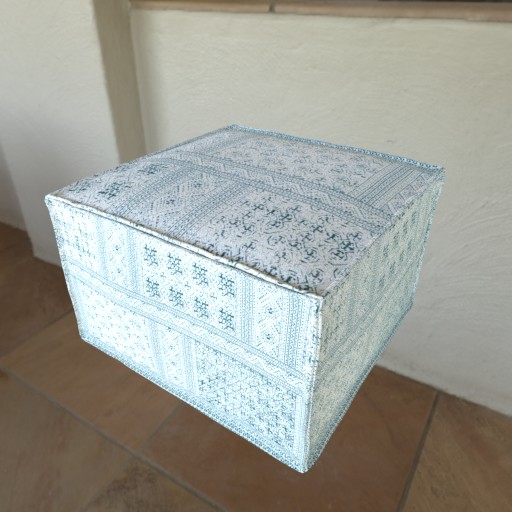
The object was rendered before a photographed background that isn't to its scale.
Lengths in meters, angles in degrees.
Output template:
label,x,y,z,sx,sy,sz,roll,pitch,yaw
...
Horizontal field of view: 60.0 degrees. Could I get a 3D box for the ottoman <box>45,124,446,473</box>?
label,x,y,z,sx,sy,sz,roll,pitch,yaw
ottoman,0.000,0.000,1.024,0.626,0.439,0.617,20,37,29
